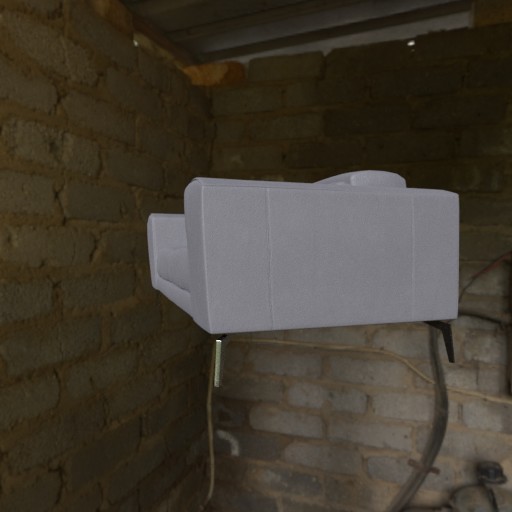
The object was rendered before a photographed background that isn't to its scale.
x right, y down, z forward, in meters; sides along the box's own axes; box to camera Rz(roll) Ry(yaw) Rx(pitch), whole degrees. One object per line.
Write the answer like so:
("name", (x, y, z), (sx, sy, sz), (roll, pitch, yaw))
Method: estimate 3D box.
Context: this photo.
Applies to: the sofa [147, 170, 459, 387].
("sofa", (0.000, 0.000, 2.377), (1.003, 0.779, 1.895), (0, 1, -18))
